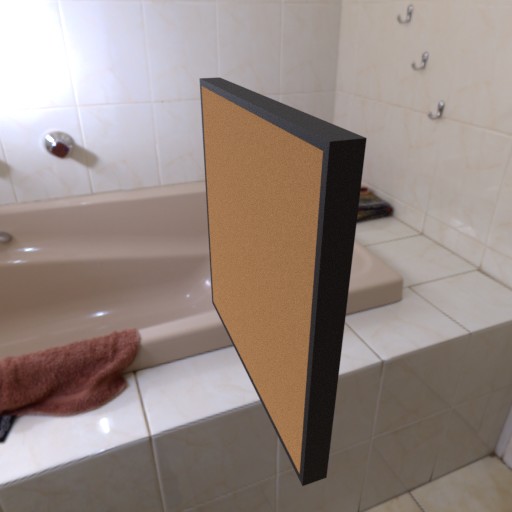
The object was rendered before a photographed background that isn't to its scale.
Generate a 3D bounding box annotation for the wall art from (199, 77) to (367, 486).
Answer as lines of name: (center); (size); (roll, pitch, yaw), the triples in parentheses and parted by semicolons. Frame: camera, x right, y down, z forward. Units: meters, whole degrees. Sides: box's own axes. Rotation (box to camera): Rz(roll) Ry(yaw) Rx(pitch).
wall art: (0.000, 0.000, 0.751); (0.040, 0.509, 0.509); (-10, 30, -18)
